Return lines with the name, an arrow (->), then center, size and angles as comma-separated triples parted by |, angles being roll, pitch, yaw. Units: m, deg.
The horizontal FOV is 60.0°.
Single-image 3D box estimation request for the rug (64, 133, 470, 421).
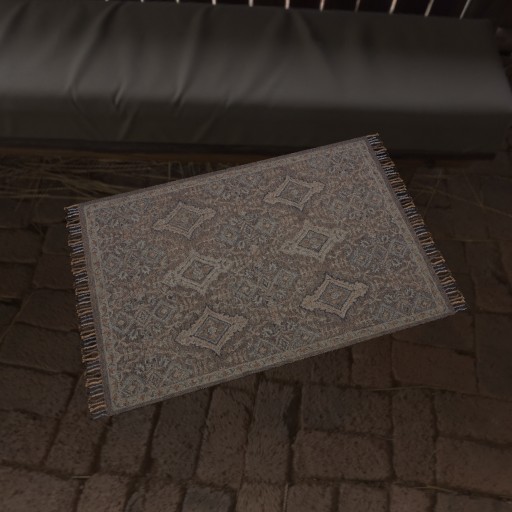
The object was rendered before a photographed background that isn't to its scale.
rug -> 0.000, 0.000, 3.021 | 2.434, 0.010, 1.516 | -15, 65, -7
